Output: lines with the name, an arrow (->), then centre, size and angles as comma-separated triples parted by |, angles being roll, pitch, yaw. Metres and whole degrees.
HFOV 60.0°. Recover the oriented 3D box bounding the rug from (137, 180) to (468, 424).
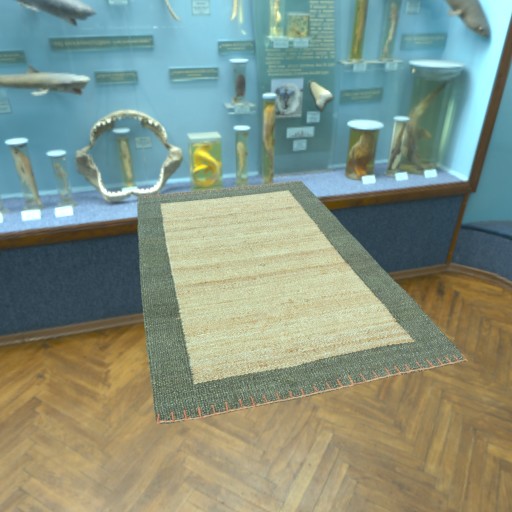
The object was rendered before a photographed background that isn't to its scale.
rug -> 0.000, 0.000, 2.977 | 1.521, 0.006, 2.435 | -8, 32, -12
